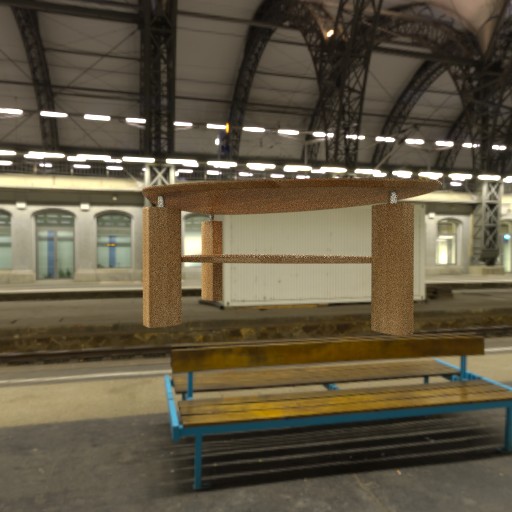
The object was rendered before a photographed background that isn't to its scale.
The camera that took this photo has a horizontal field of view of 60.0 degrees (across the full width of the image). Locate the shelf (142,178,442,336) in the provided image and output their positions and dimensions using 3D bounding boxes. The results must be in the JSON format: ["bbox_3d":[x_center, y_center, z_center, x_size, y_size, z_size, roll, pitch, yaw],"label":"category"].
[{"bbox_3d":[0.000,0.000,1.646,0.863,0.439,1.240,-1,1,-36],"label":"shelf"}]
